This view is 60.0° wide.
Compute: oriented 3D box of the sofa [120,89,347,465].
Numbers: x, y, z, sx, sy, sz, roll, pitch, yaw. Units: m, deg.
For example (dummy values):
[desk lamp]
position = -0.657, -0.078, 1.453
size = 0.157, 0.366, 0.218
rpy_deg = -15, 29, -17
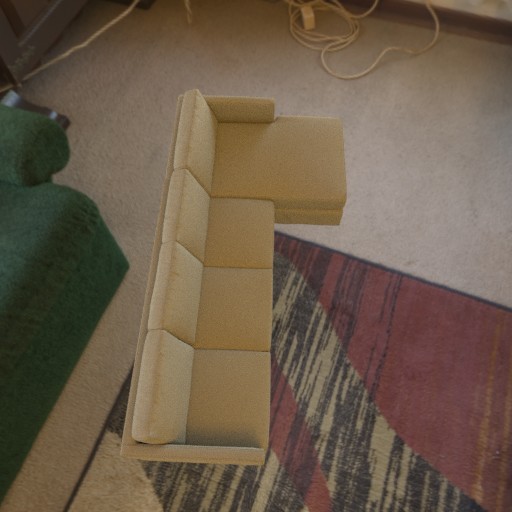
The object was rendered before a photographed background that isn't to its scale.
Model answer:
[sofa]
position = 0.000, 0.000, 3.735
size = 1.622, 0.867, 3.177
rpy_deg = 2, 63, 1
